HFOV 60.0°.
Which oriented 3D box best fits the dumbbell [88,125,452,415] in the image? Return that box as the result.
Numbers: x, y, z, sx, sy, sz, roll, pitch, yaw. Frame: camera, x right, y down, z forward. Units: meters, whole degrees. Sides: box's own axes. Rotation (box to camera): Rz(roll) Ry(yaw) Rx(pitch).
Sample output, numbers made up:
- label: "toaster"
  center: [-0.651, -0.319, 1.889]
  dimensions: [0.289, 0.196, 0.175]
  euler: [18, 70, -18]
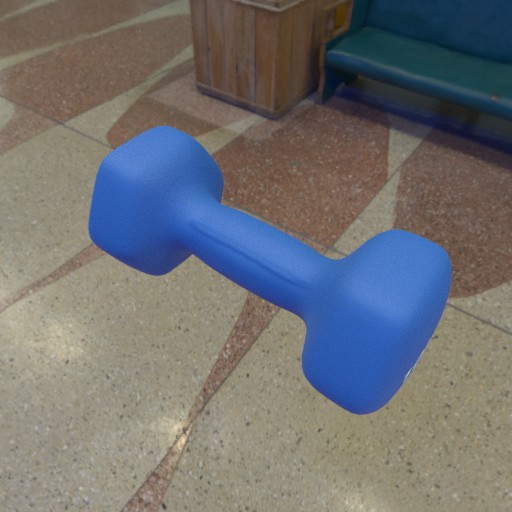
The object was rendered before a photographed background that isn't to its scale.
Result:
- label: "dumbbell"
  center: [0.000, 0.000, 0.265]
  dimensions: [0.212, 0.093, 0.103]
  euler: [29, 53, 25]
